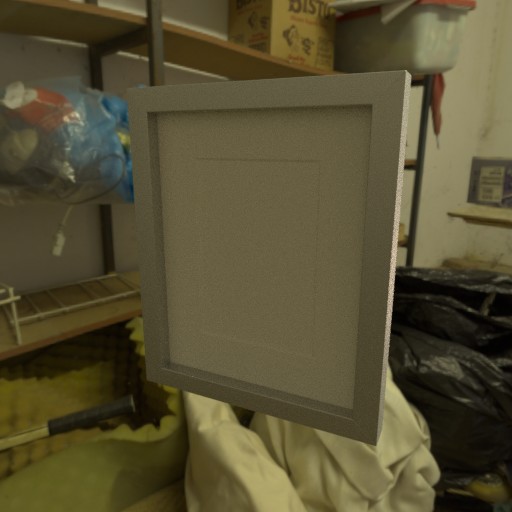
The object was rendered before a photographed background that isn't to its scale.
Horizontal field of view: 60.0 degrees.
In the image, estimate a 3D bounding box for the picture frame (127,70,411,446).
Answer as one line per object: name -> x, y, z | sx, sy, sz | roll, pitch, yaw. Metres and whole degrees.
picture frame -> 0.000, 0.000, 0.386 | 0.233, 0.282, 0.036 | 7, 16, 25
